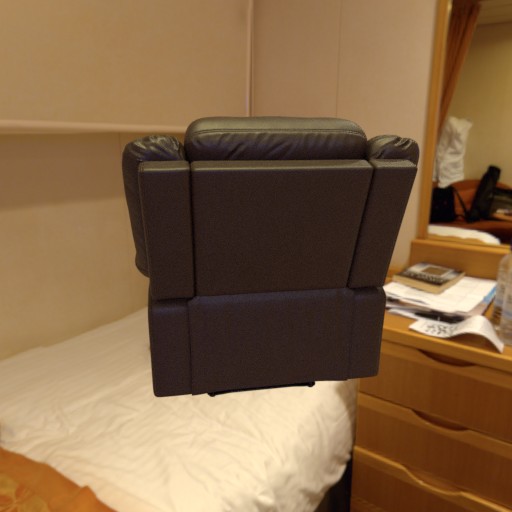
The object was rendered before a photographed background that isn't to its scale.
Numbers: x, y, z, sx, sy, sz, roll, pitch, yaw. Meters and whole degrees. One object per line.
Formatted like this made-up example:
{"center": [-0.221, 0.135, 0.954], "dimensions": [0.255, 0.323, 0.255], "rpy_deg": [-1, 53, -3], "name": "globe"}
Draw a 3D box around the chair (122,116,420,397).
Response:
{"center": [0.000, 0.000, 1.725], "dimensions": [0.899, 1.009, 0.934], "rpy_deg": [-3, 15, -10], "name": "chair"}
